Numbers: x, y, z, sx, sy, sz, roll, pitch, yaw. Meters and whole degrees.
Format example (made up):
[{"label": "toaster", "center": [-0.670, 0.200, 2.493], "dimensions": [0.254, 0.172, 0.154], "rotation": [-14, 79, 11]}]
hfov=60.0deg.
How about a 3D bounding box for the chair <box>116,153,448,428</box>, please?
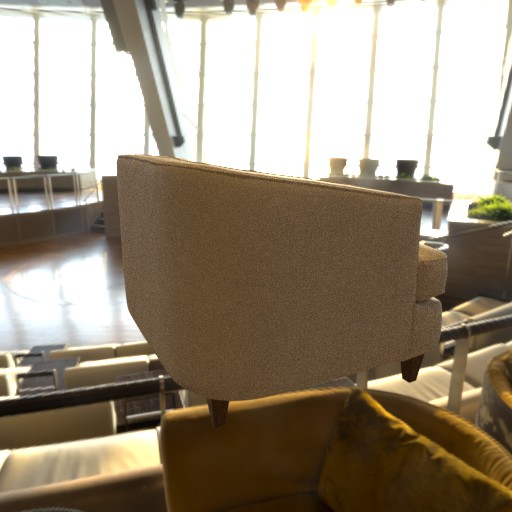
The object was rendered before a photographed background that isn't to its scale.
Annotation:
[{"label": "chair", "center": [0.000, 0.000, 1.740], "dimensions": [0.914, 0.787, 1.118], "rotation": [-8, 17, -27]}]
